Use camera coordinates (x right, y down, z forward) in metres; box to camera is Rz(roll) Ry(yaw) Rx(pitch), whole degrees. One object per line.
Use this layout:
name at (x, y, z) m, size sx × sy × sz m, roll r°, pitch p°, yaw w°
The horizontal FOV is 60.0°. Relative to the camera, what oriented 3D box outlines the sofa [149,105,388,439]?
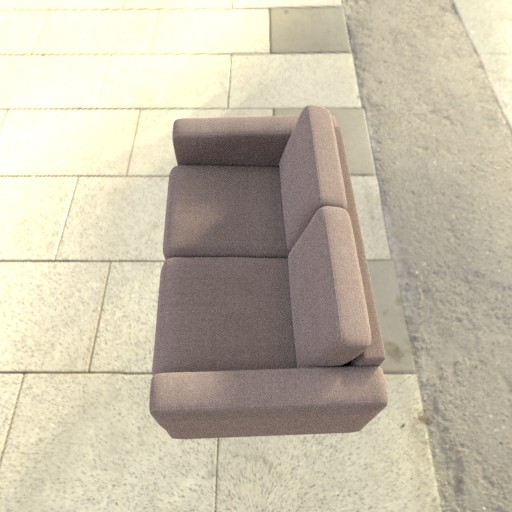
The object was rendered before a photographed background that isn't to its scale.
sofa at (0.000, 0.000, 2.100) m, size 0.900 × 0.800 × 1.520 m, roll -2°, pitch 58°, yaw -1°
